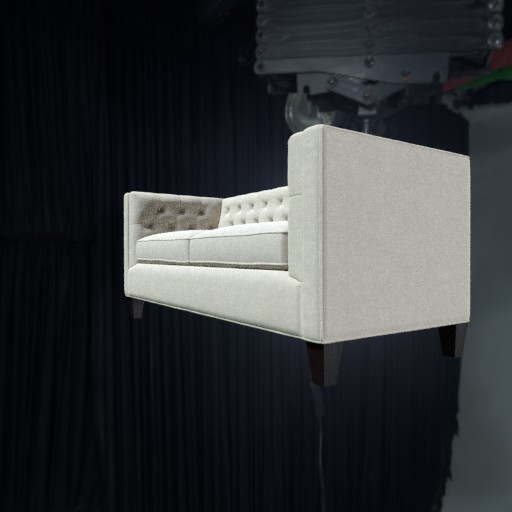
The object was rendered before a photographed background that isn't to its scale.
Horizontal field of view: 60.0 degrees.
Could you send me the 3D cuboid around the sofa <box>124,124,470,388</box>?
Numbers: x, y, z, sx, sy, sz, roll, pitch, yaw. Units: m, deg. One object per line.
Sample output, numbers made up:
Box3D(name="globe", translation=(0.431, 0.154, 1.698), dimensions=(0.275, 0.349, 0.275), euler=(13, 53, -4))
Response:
Box3D(name="sofa", translation=(0.000, 0.000, 2.195), dimensions=(0.775, 0.762, 1.778), euler=(0, 0, -34))
